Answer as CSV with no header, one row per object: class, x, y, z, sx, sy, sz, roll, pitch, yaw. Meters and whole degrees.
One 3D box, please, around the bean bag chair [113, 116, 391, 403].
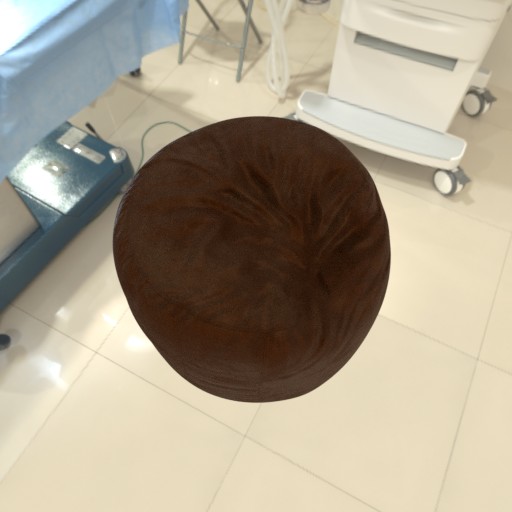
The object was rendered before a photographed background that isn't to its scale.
bean bag chair,0.000,0.000,1.557,0.918,0.616,0.918,0,59,0
